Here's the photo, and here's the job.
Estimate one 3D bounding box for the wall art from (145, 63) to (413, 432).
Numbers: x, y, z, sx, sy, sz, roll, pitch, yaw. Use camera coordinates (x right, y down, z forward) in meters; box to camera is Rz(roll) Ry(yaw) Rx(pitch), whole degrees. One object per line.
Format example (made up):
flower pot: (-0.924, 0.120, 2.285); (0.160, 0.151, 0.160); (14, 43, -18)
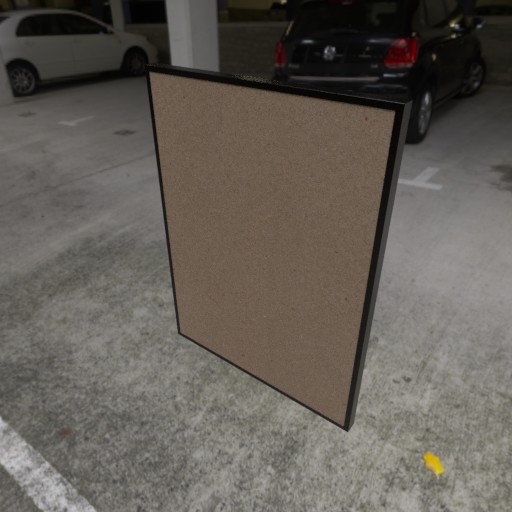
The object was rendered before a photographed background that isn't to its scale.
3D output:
wall art: (0.000, 0.000, 1.390); (0.788, 1.046, 0.043); (22, 38, 31)
